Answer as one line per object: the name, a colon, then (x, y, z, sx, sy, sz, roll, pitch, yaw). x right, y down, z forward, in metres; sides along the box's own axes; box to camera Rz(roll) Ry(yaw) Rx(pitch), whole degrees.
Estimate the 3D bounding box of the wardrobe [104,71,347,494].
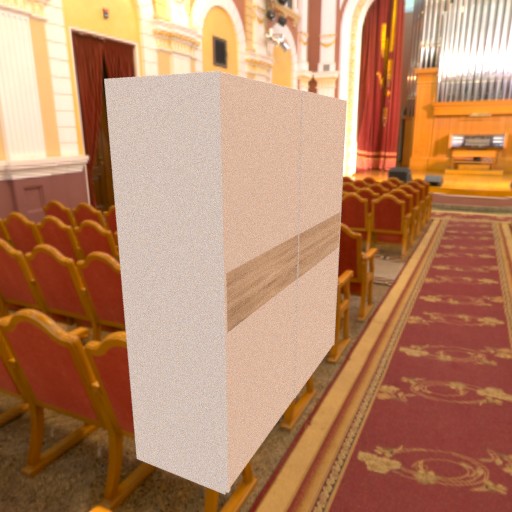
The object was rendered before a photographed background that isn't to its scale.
wardrobe: (0.000, 0.000, 2.908, 0.600, 2.020, 1.830, 8, 17, 25)
